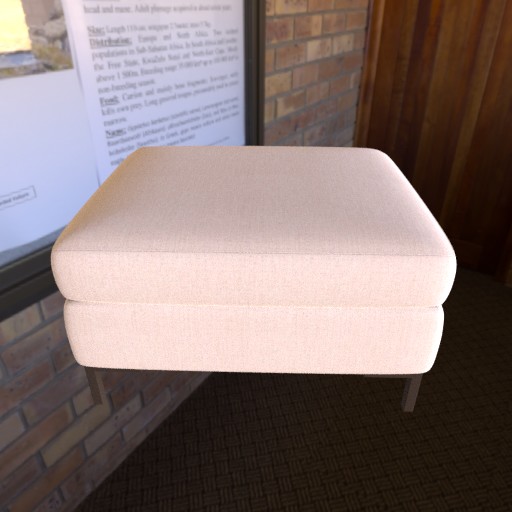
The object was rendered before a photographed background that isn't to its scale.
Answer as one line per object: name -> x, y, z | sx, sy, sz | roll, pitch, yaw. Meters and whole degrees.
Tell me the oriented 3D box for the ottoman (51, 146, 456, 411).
ottoman -> 0.000, 0.000, 1.174 | 0.794, 0.453, 0.657 | 1, 31, 1
